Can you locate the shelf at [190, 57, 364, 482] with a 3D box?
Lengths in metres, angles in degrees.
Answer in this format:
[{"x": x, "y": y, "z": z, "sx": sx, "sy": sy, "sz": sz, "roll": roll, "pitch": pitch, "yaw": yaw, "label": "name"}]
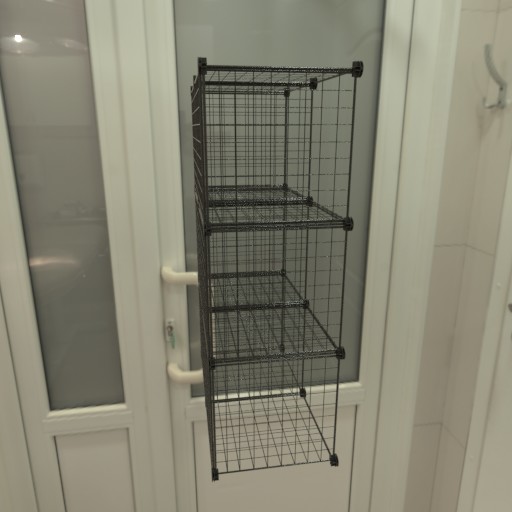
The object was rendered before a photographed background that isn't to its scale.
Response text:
[{"x": 0.000, "y": 0.000, "z": 1.412, "sx": 0.356, "sy": 1.067, "sz": 0.711, "roll": -3, "pitch": 16, "yaw": -9, "label": "shelf"}]
